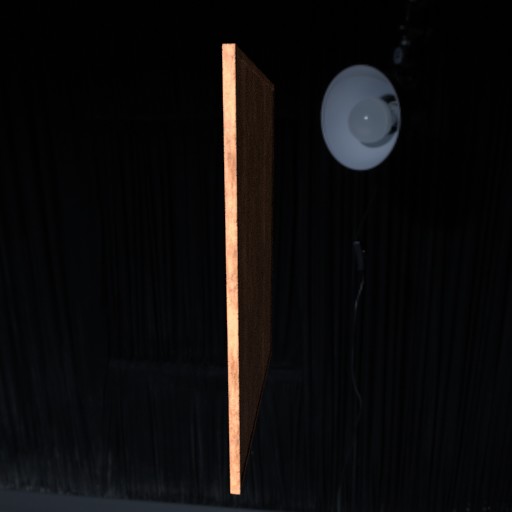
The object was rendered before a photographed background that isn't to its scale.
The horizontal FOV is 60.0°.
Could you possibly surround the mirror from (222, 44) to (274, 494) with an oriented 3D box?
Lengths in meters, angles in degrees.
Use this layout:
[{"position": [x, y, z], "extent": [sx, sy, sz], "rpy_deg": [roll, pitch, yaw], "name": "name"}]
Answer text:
[{"position": [0.000, 0.000, 1.411], "extent": [0.028, 1.099, 0.796], "rpy_deg": [2, 16, 8], "name": "mirror"}]
